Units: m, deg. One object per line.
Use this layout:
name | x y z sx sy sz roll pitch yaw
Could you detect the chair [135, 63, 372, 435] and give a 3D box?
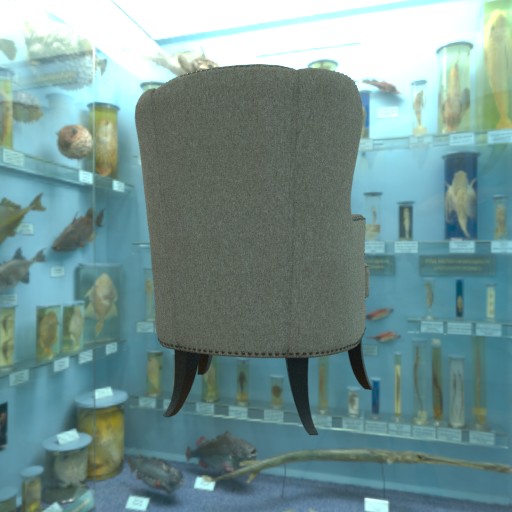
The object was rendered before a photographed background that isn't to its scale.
chair | 0.000 0.000 1.573 0.759 1.060 0.758 0 0 18
